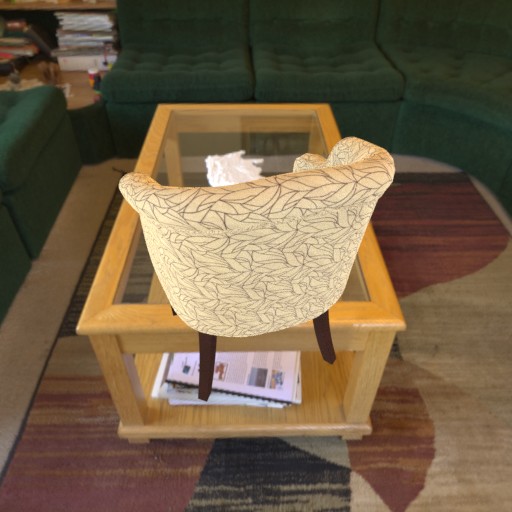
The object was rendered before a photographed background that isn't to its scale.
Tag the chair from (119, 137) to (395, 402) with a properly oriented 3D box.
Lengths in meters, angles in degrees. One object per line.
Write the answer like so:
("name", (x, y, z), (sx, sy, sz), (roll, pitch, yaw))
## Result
("chair", (0.000, 0.000, 1.335), (0.686, 0.858, 0.613), (-12, 43, -14))
